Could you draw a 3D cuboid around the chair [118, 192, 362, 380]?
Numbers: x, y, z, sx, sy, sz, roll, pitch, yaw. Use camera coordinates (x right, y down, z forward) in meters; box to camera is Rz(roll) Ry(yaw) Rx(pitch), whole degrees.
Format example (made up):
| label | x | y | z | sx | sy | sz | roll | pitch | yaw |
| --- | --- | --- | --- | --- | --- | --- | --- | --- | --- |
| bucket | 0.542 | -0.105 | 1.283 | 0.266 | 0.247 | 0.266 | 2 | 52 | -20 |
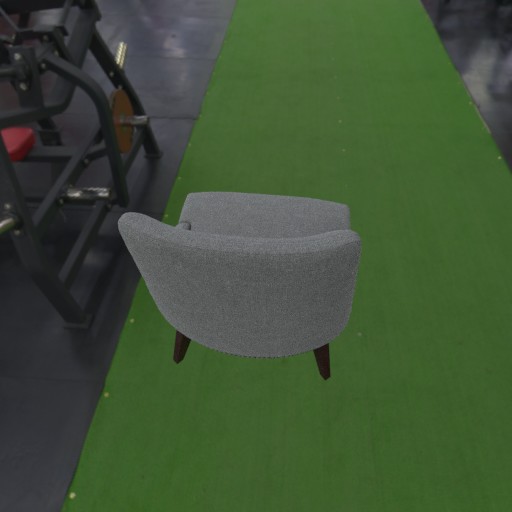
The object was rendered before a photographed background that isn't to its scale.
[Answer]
| label | x | y | z | sx | sy | sz | roll | pitch | yaw |
| --- | --- | --- | --- | --- | --- | --- | --- | --- | --- |
| chair | 0.000 | 0.000 | 1.538 | 0.701 | 0.909 | 0.861 | 5 | 46 | 5 |
